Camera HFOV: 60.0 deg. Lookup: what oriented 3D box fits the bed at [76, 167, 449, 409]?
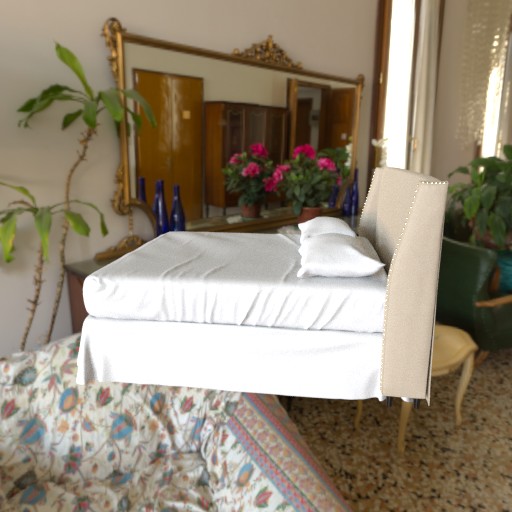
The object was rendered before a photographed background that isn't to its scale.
[{"bbox_3d":[0.000,0.000,3.457,2.276,1.332,1.925,2,14,8],"label":"bed"}]
